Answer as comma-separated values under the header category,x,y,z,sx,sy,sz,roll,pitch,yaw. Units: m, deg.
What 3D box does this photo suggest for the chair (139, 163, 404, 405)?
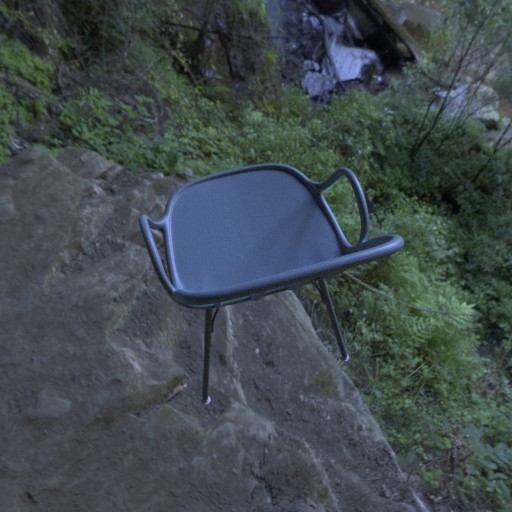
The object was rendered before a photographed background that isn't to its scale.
category,x,y,z,sx,sy,sz,roll,pitch,yaw
chair,0.000,0.000,1.233,0.549,0.816,0.597,-15,60,-9
